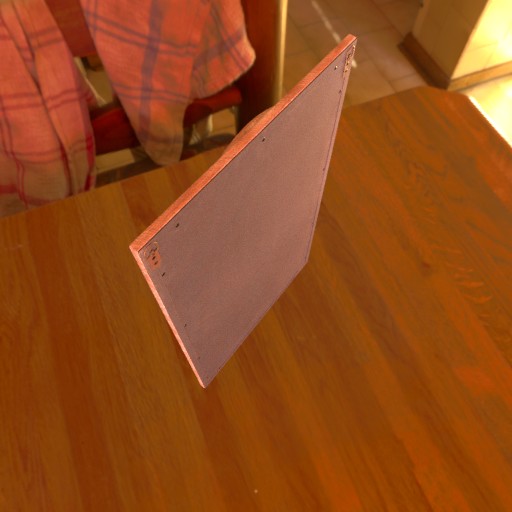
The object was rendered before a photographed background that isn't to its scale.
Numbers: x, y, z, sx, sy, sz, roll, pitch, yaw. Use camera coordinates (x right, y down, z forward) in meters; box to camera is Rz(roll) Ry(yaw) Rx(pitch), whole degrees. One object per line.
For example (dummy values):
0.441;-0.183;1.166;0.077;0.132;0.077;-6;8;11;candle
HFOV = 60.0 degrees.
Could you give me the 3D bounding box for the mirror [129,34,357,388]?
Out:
0.000;0.000;0.968;0.058;0.787;0.495;34;67;17;mirror
